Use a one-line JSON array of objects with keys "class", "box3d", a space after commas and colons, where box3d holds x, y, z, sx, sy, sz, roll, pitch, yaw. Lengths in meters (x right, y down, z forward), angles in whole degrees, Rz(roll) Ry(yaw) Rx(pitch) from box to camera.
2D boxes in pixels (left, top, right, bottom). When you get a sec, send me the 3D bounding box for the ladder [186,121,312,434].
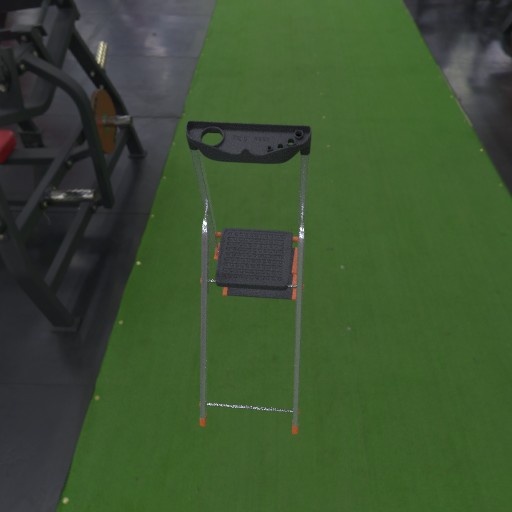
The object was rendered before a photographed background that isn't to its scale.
[{"class": "ladder", "box3d": [0.000, 0.000, 1.790, 0.452, 1.429, 0.834, 3, 46, 3]}]
